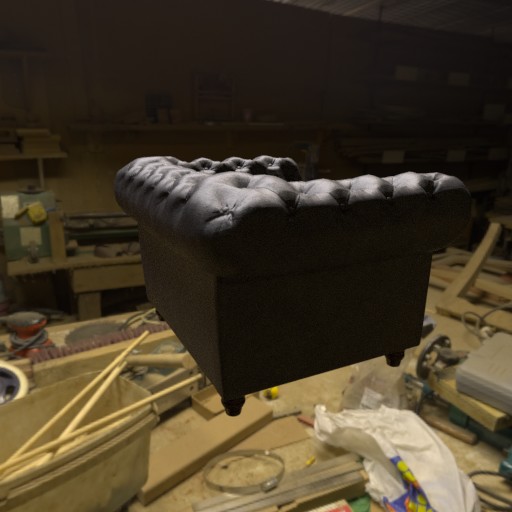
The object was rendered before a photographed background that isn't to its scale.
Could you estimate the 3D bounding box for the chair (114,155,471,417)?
[{"bbox_3d":[0.000,0.000,1.843,0.943,0.780,1.298,-8,18,-26],"label":"chair"}]
